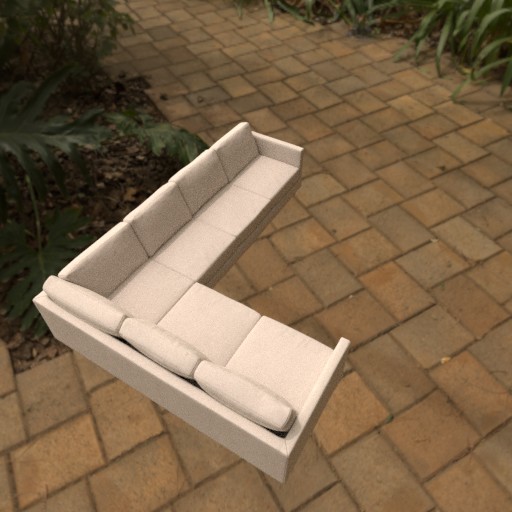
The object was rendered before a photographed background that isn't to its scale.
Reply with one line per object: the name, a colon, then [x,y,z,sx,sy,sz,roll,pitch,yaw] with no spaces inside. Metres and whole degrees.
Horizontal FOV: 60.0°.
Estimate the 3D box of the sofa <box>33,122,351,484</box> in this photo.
sofa: [0.000,0.000,4.327,2.432,0.863,3.182,24,51,21]
